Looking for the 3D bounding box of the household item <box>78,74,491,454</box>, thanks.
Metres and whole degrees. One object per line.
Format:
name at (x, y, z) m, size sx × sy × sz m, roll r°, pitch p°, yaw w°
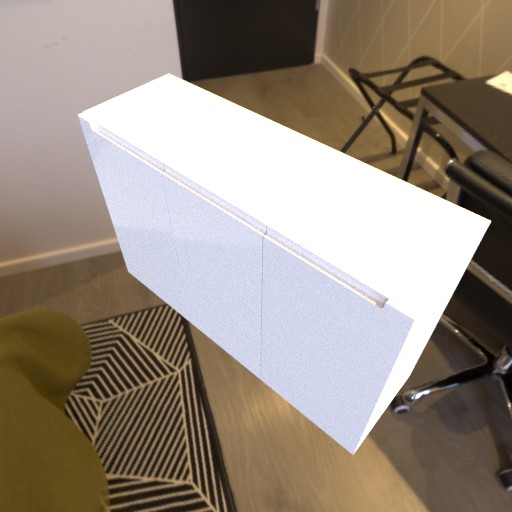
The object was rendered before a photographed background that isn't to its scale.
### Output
household item at (0.000, 0.000, 1.683) m, size 1.300 × 0.867 × 0.420 m, roll 33°, pitch 55°, yaw 27°
